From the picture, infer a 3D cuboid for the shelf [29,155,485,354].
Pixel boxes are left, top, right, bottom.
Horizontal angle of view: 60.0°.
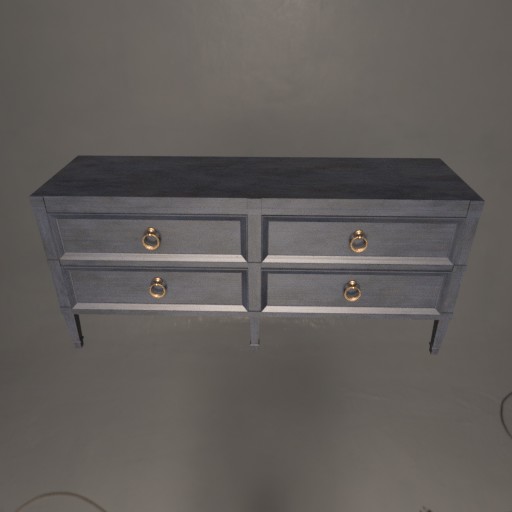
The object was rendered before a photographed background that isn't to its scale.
[{"bbox_3d":[0.000,0.000,1.903,1.575,0.719,0.479,1,30,1],"label":"shelf"}]
